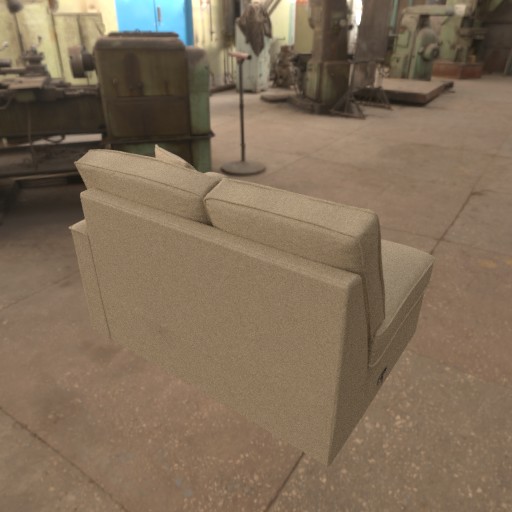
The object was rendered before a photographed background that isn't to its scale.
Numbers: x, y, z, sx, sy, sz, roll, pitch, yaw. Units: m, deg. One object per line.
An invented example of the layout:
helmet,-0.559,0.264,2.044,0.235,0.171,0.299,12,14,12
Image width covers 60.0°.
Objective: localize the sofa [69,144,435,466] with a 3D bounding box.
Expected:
sofa,0.000,0.000,2.049,1.388,0.989,0.991,19,34,31
